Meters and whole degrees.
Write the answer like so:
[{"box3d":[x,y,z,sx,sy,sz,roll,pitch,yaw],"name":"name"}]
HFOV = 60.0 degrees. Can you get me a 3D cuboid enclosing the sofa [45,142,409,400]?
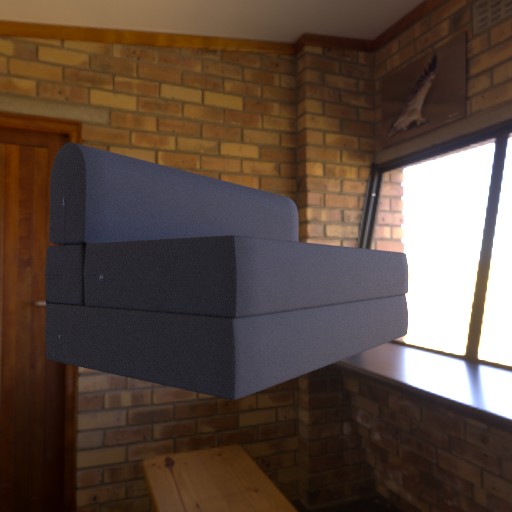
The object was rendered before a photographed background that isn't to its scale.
[{"box3d":[0.000,0.000,1.646,0.762,0.660,1.219,-1,-2,36],"name":"sofa"}]
